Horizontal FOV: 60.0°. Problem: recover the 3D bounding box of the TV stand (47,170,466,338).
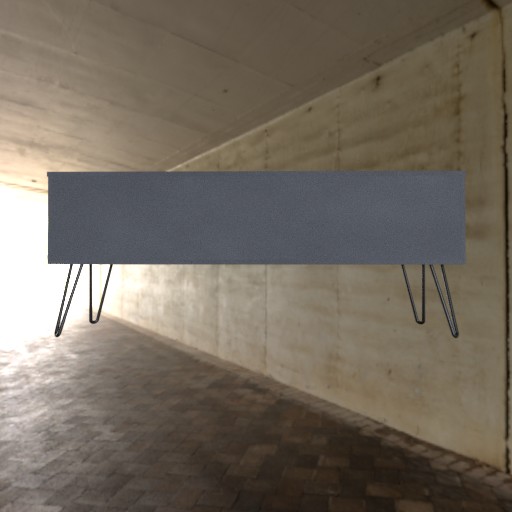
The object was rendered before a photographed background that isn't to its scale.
[{"bbox_3d":[0.000,0.000,1.676,1.400,0.560,0.400,0,-1,1],"label":"TV stand"}]
